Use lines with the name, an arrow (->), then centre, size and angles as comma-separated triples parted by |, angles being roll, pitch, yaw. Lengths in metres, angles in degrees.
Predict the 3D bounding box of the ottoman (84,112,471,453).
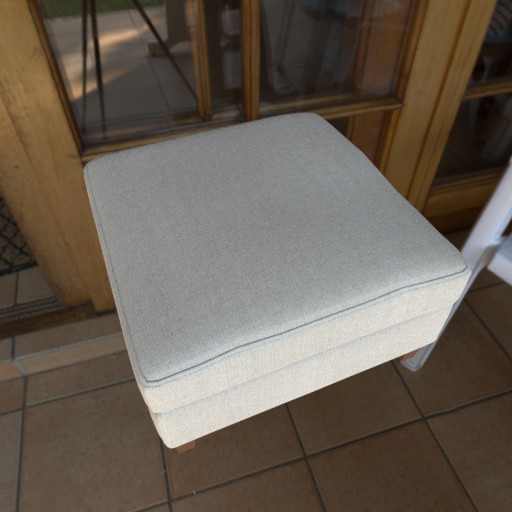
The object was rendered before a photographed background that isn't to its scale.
ottoman -> 0.000, 0.000, 1.357 | 0.838, 0.503, 0.838 | -17, 49, -15
